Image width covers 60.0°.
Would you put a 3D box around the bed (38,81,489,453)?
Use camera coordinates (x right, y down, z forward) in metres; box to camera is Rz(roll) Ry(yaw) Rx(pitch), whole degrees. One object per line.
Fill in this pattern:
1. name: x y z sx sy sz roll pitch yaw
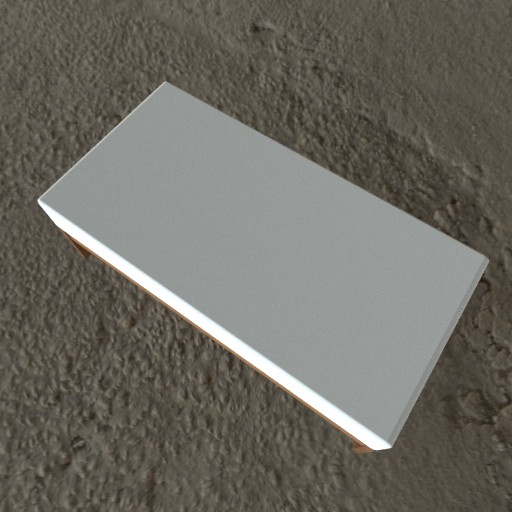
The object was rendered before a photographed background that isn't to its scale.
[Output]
1. bed: 0.000 0.000 2.314 1.902 0.616 0.961 32 69 14
